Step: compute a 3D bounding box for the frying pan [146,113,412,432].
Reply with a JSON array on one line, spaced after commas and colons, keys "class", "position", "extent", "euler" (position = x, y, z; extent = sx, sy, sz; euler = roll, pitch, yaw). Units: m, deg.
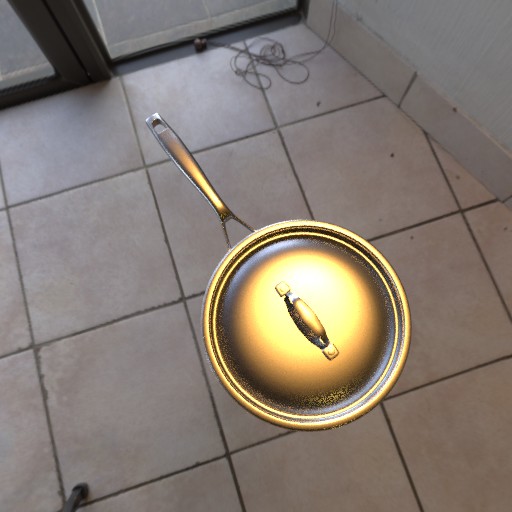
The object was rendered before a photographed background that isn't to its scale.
[{"class": "frying pan", "position": [0.000, 0.000, 0.603], "extent": [0.272, 0.086, 0.490], "euler": [-36, 79, -8]}]
